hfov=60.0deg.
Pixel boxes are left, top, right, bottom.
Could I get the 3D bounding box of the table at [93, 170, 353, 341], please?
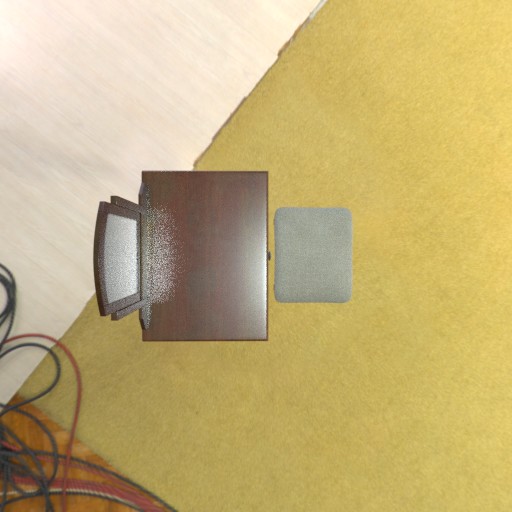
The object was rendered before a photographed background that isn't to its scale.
[{"bbox_3d":[0.000,0.000,2.367,1.211,1.631,0.876,0,91,-1],"label":"table"}]
